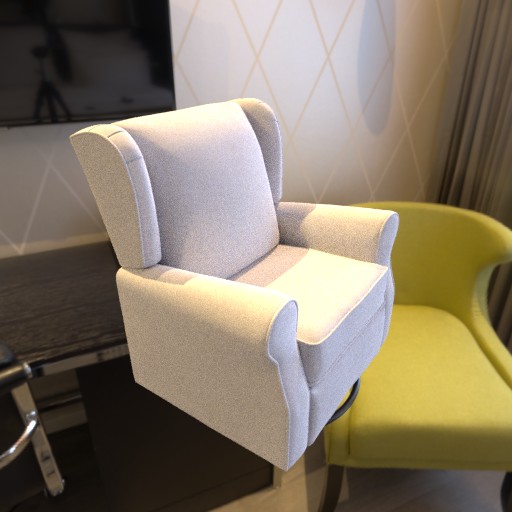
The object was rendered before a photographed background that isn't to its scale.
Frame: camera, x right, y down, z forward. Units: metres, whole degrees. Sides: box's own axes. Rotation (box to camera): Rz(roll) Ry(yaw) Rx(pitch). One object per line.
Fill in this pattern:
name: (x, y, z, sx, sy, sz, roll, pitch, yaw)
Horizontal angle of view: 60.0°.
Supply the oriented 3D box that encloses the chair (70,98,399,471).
chair: (0.000, 0.000, 1.603, 0.854, 0.967, 0.906, 18, 32, 31)
